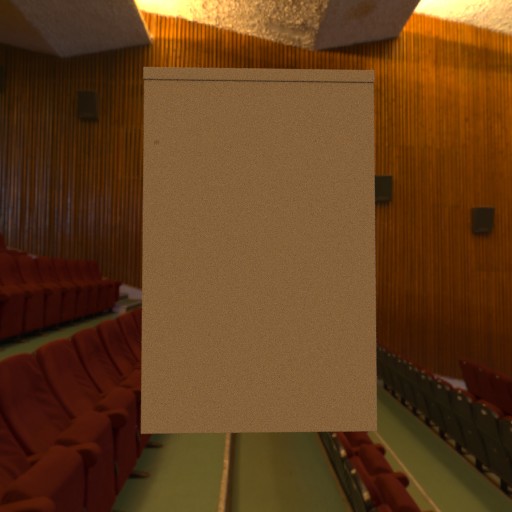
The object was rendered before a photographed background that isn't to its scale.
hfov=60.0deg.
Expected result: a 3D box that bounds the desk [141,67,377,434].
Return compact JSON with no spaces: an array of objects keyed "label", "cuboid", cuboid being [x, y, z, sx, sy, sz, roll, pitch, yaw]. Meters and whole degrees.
[{"label":"desk","cuboid":[0.000,0.000,1.335,0.482,0.730,0.898,0,-2,-2]}]
